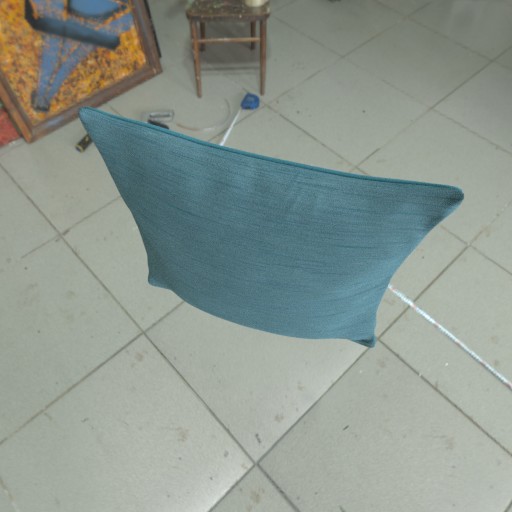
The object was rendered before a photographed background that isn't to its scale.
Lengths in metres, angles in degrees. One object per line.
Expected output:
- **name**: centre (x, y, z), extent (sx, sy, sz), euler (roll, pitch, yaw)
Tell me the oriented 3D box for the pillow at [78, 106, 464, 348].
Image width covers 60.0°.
- **pillow**: centre (0.000, 0.000, 0.639), extent (0.433, 0.415, 0.151), euler (15, 59, 9)
